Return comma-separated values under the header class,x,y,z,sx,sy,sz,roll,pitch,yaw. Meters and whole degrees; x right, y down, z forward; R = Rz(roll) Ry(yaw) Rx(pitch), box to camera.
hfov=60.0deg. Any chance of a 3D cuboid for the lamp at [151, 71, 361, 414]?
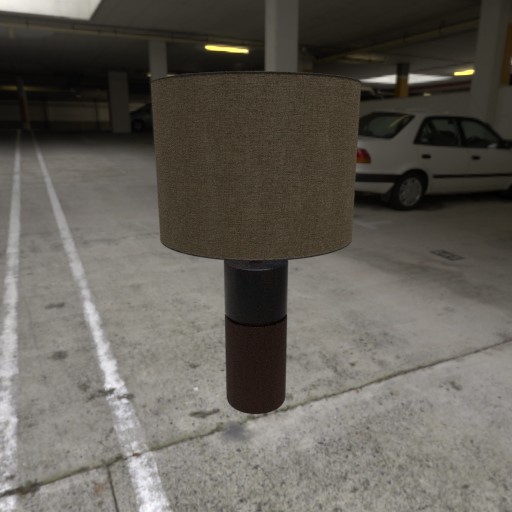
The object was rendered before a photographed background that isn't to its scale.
class,x,y,z,sx,sy,sz,roll,pitch,yaw
lamp,0.000,0.000,0.483,0.202,0.350,0.202,0,16,0
